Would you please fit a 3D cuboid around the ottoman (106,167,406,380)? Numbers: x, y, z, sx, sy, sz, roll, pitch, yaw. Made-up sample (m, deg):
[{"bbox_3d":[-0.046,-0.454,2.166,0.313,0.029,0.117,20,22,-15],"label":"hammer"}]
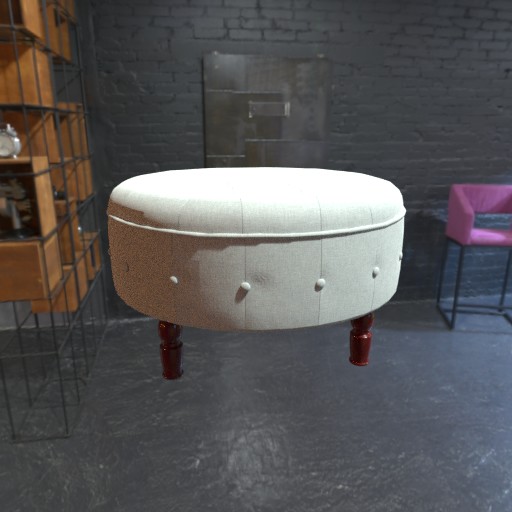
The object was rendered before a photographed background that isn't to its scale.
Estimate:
[{"bbox_3d":[0.000,0.000,1.367,0.850,0.483,0.850,0,16,0],"label":"ottoman"}]
